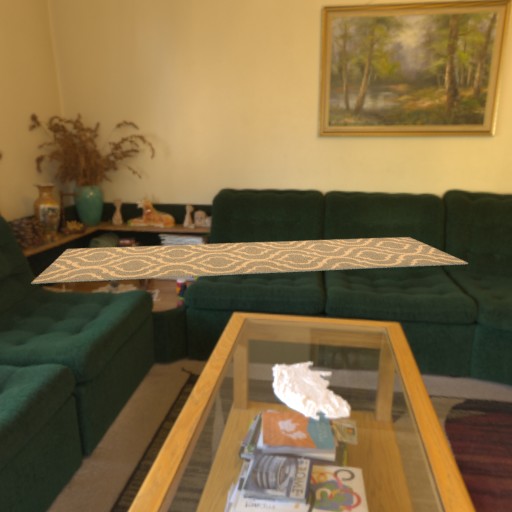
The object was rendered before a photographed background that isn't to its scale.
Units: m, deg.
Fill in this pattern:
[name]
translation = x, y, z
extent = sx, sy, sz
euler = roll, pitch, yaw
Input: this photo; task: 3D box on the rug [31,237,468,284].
[rug]
translation = 0.000, 0.000, 2.604
extent = 2.275, 0.009, 0.684
euler = -2, 15, -9
